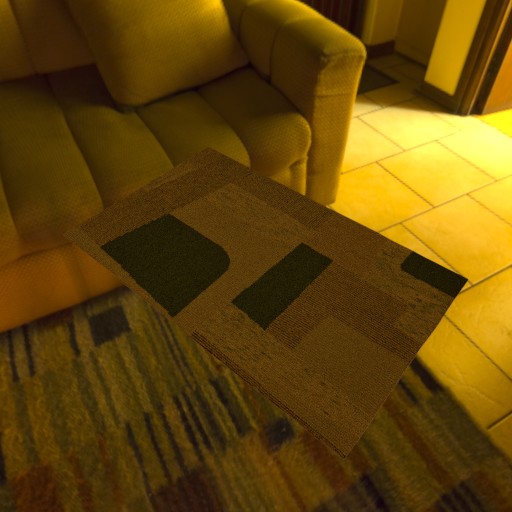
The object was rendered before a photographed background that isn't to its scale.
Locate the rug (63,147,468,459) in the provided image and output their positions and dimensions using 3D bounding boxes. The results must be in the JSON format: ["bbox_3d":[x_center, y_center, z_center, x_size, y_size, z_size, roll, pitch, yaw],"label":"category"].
[{"bbox_3d":[0.000,0.000,3.100,2.436,0.015,1.521,32,54,27],"label":"rug"}]
